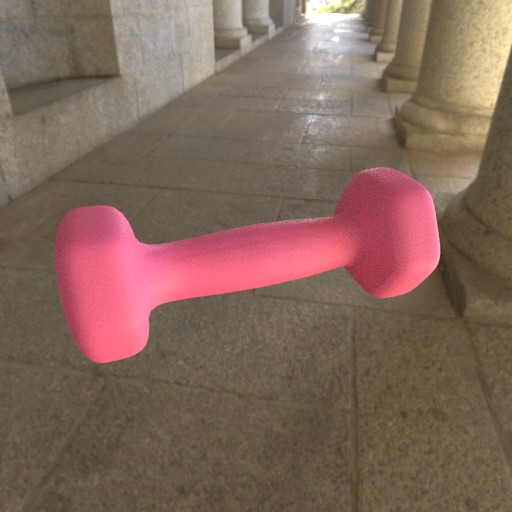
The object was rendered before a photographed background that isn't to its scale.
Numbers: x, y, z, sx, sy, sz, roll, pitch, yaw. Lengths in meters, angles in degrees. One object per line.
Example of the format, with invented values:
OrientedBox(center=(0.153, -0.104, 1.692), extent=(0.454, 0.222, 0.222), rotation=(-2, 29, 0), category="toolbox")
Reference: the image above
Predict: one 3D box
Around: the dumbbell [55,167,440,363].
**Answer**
OrientedBox(center=(0.000, 0.000, 0.178), extent=(0.146, 0.053, 0.058), rotation=(-10, 33, -16), category="dumbbell")
